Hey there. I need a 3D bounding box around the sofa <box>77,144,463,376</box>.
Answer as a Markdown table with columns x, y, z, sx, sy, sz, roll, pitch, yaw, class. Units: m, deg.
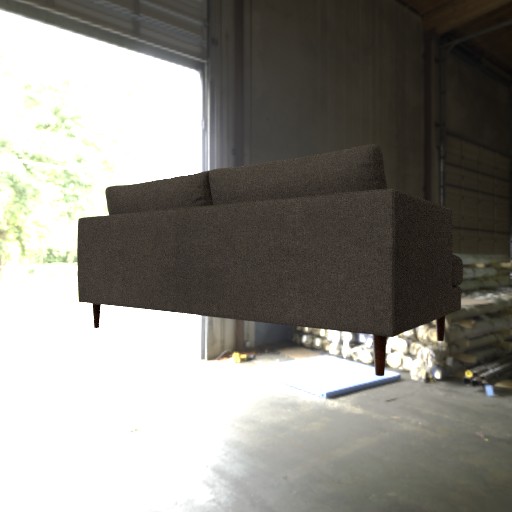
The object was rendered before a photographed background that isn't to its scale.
| x | y | z | sx | sy | sz | roll | pitch | yaw | class |
| --- | --- | --- | --- | --- | --- | --- | --- | --- | --- |
| 0.000 | 0.000 | 2.479 | 1.948 | 0.868 | 1.020 | 0 | 0 | 37 | sofa |
